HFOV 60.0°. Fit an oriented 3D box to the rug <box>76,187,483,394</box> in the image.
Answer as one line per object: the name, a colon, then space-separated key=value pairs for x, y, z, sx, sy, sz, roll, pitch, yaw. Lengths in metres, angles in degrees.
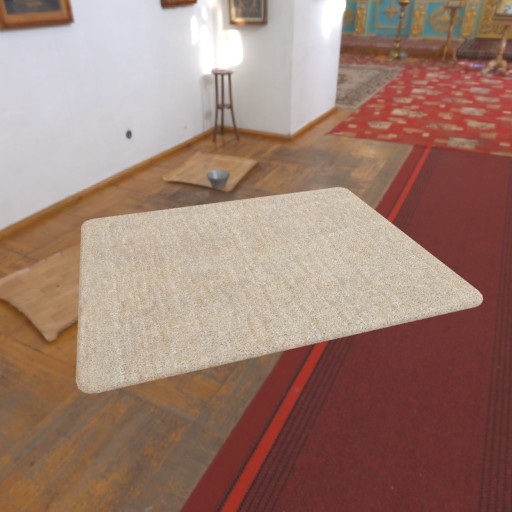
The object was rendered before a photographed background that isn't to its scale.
rug: x=0.000 y=0.000 z=3.351 sx=2.528 sy=0.048 sz=2.009 roll=-9 pitch=32 yaw=-15
